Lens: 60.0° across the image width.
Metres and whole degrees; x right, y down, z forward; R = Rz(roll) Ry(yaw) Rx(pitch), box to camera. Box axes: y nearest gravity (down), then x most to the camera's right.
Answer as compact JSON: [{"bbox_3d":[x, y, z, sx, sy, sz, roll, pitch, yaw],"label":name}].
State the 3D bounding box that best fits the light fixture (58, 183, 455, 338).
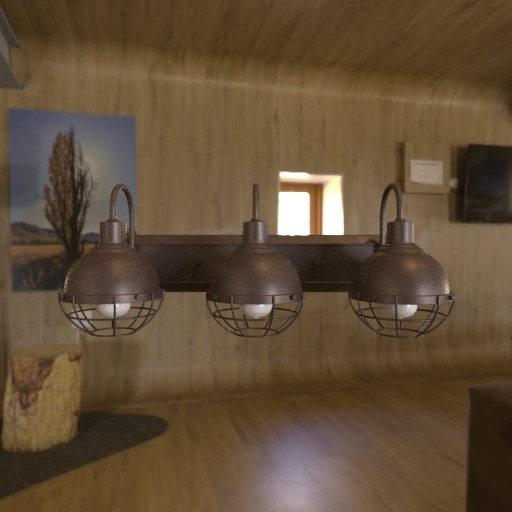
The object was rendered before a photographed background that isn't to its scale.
[{"bbox_3d":[0.000,0.000,0.765,0.634,0.254,0.229,0,1,1],"label":"light fixture"}]
